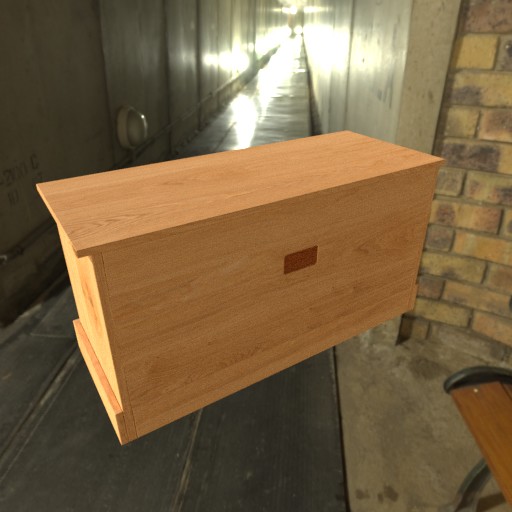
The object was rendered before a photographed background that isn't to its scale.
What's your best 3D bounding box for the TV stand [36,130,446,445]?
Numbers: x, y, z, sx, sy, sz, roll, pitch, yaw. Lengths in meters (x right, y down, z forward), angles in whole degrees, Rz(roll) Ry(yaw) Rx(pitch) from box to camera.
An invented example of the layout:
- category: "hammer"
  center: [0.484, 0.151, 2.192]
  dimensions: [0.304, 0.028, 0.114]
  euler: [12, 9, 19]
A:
- category: "TV stand"
  center: [0.000, 0.000, 1.378]
  dimensions: [1.080, 0.550, 0.440]
  euler: [-17, 33, -28]
